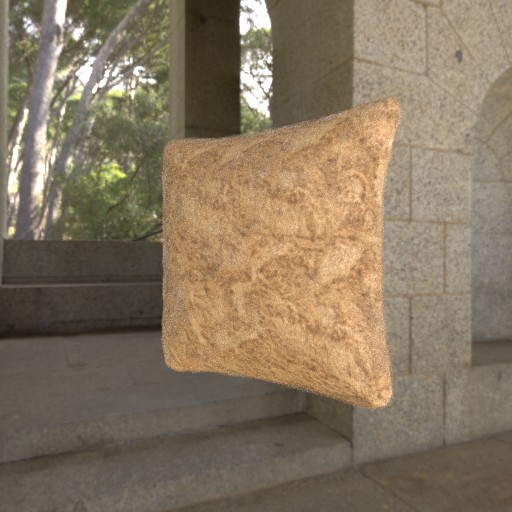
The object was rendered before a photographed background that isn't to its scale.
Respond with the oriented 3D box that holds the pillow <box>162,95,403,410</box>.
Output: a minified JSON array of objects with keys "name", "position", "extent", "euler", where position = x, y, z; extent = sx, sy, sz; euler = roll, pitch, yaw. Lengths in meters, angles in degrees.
[{"name":"pillow","position":[0.000,0.000,0.842],"extent":[0.538,0.525,0.216],"euler":[0,0,36]}]
